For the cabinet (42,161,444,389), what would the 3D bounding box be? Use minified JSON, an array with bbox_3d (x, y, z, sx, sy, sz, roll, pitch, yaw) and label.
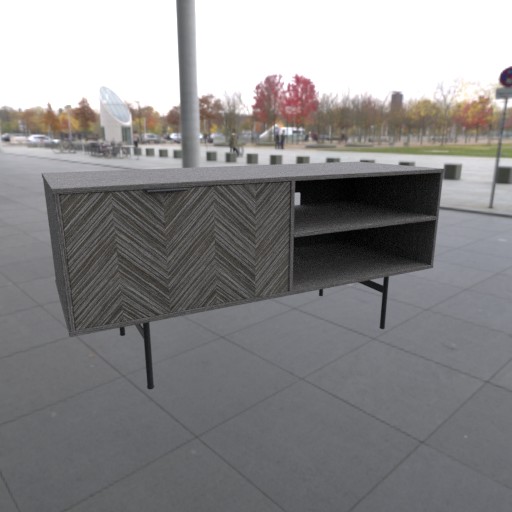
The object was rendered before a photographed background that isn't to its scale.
[{"bbox_3d":[0.000,0.000,1.587,1.300,0.599,0.500,-8,17,-26],"label":"cabinet"}]
